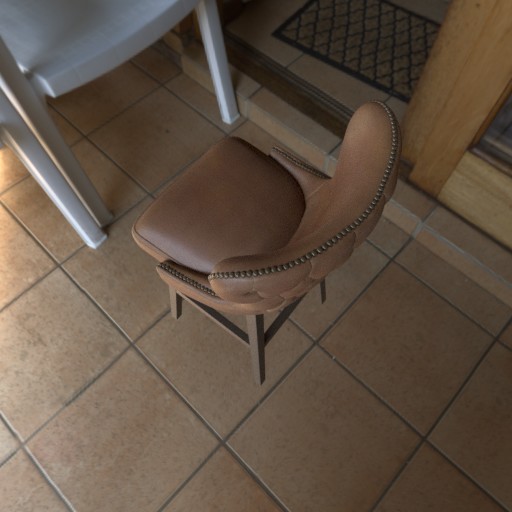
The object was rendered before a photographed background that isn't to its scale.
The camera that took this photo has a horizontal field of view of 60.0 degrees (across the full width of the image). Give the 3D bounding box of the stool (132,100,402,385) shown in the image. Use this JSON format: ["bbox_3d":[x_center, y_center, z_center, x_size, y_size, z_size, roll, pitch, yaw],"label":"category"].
[{"bbox_3d":[0.000,0.000,1.426,0.606,1.087,0.591,35,68,16],"label":"stool"}]
